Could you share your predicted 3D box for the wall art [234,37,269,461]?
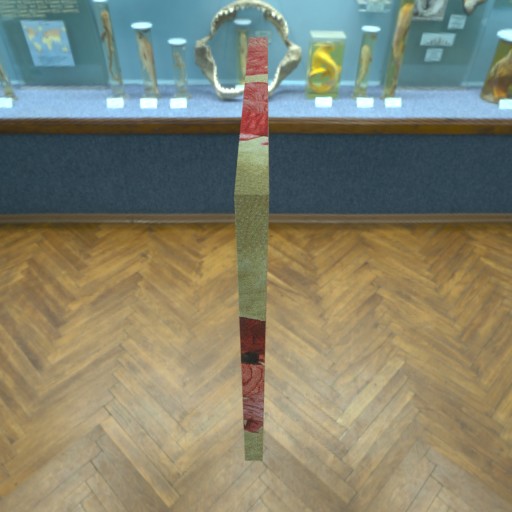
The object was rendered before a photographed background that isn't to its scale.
[{"bbox_3d":[0.000,0.000,0.679,0.028,0.508,0.406,1,43,1],"label":"wall art"}]
